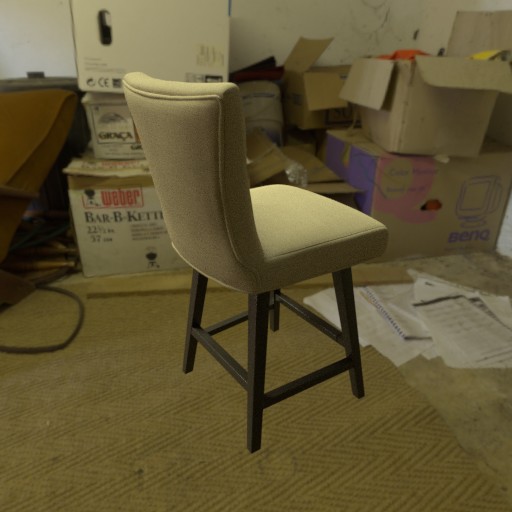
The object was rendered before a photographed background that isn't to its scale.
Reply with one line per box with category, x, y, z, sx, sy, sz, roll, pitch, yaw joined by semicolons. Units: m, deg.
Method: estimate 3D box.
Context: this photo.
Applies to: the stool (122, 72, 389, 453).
stool;0.000;0.000;1.310;0.574;1.000;0.514;-17;30;-31
